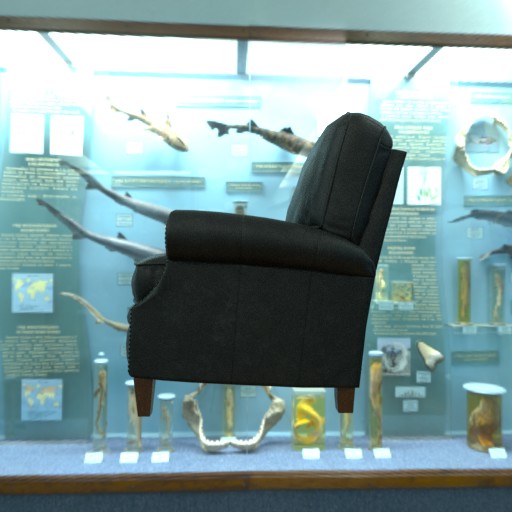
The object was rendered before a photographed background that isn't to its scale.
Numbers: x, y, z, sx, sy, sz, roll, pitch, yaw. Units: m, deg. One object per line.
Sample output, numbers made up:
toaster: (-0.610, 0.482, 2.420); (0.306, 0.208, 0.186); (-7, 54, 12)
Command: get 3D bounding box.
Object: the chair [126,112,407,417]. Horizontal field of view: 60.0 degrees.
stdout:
chair: (0.000, 0.000, 1.773); (0.986, 1.018, 0.936); (0, -1, -1)
